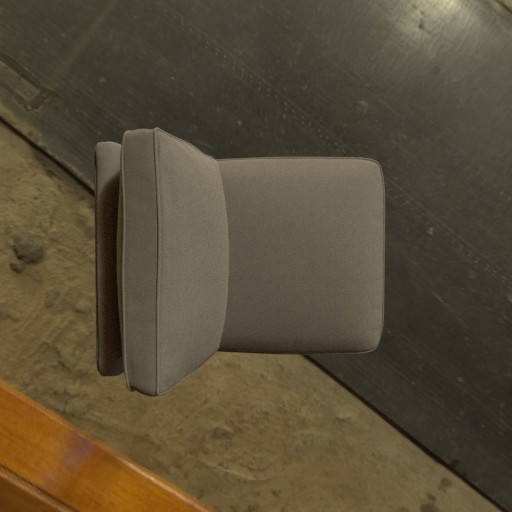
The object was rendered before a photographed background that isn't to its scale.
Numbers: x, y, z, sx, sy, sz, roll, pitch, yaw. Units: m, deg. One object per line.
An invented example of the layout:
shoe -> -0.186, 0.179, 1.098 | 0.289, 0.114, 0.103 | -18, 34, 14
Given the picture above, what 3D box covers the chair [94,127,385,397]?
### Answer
chair -> 0.000, 0.000, 1.649 | 0.924, 1.045, 0.724 | 0, 92, 1
